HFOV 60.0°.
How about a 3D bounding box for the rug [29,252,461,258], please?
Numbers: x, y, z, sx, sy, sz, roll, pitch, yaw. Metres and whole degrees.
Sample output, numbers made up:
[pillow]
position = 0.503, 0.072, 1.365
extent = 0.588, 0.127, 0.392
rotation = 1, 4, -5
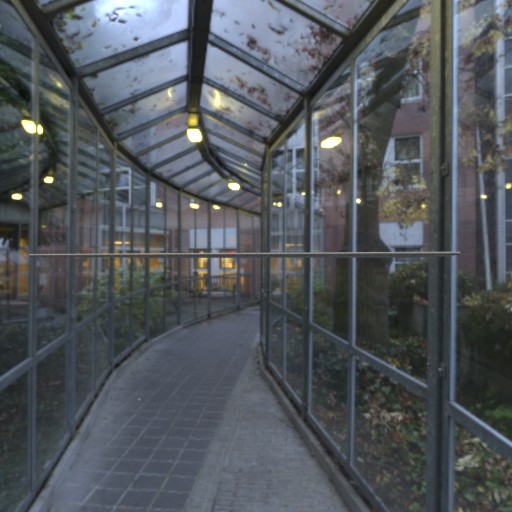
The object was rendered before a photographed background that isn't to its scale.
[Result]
[rug]
position = 0.000, 0.000, 2.930
extent = 2.294, 0.014, 1.528
rotation = 0, -1, 18
